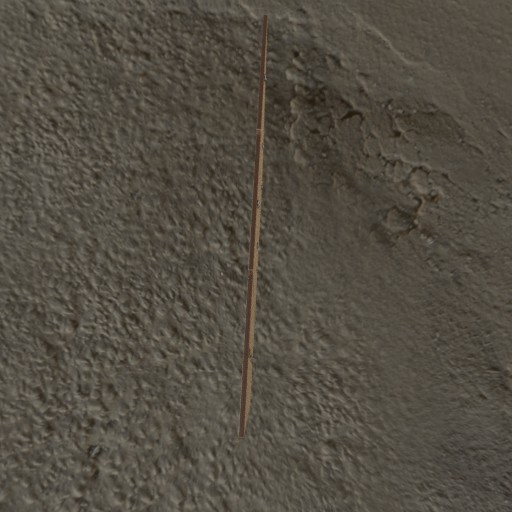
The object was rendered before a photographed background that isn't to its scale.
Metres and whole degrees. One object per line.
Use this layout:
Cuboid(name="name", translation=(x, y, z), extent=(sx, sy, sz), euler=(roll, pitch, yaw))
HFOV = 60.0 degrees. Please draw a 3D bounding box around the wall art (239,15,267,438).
Cuboid(name="wall art", translation=(0.000, 0.000, 1.802), extent=(0.019, 1.218, 1.221), euler=(3, 75, 1))
